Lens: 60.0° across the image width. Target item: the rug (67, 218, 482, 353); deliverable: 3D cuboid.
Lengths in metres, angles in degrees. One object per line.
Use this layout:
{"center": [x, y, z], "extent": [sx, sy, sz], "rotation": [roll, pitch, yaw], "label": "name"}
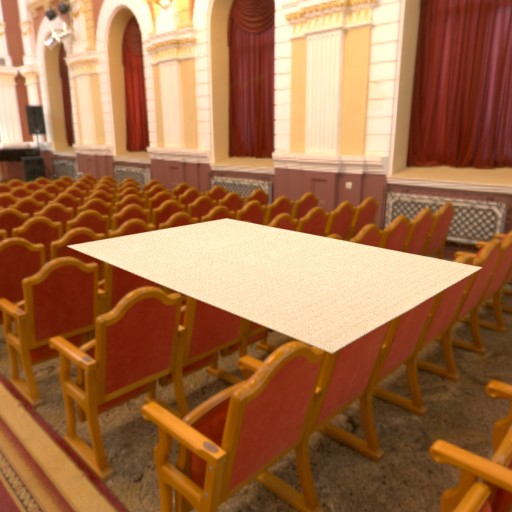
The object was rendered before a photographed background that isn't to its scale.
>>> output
{"center": [0.000, 0.000, 2.896], "extent": [2.289, 0.006, 1.523], "rotation": [15, 21, 43], "label": "rug"}
